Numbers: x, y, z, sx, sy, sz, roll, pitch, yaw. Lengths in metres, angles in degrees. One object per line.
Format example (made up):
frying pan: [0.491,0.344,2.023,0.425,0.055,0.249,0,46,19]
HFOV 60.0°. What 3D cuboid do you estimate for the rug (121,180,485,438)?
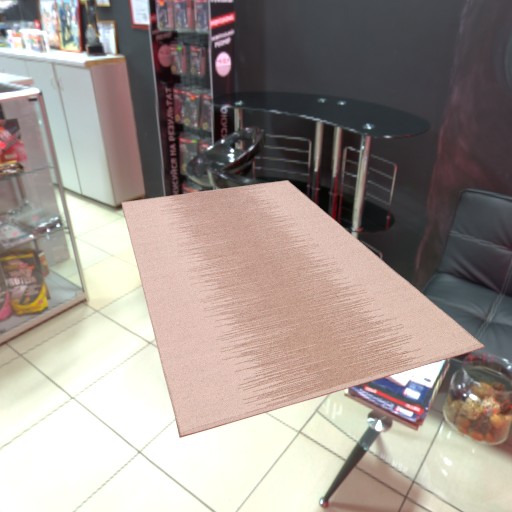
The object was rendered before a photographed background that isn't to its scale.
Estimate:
rug: [0.000,0.000,2.945,1.522,0.012,2.440,-10,32,-17]
